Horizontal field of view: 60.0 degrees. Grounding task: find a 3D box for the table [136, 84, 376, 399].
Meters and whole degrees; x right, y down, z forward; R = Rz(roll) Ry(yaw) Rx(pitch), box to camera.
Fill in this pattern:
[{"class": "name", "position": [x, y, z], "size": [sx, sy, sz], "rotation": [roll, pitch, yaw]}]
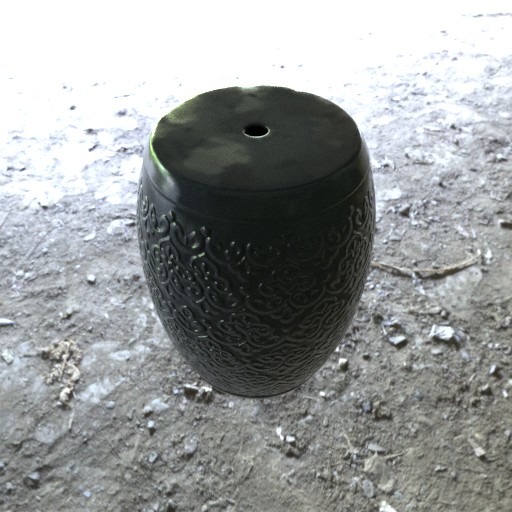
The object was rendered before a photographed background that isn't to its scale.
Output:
[{"class": "table", "position": [0.000, 0.000, 0.625], "size": [0.309, 0.397, 0.309], "rotation": [0, 45, 0]}]
